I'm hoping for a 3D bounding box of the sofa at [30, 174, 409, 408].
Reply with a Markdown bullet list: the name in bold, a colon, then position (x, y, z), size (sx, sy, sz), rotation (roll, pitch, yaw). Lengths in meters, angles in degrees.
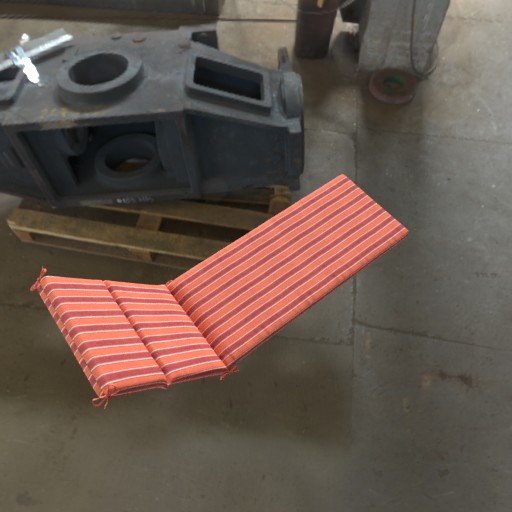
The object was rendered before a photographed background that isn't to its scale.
- **sofa**: position (0.000, 0.000, 1.977), size (1.663, 0.622, 0.582), rotation (-33, 64, -19)
